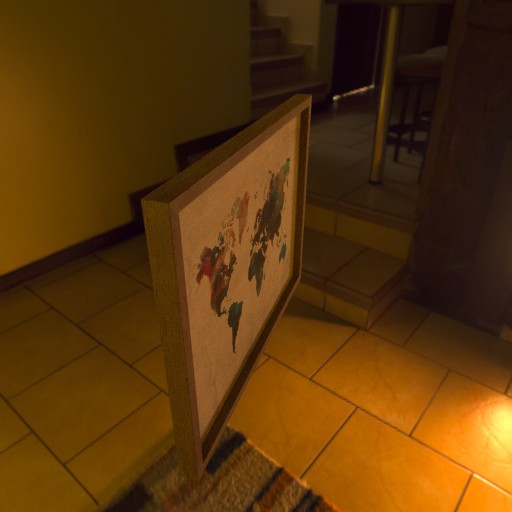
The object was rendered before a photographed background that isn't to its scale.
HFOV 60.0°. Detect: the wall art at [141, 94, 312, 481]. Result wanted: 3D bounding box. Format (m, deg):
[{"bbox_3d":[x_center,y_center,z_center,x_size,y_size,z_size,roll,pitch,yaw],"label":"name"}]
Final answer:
[{"bbox_3d":[0.000,0.000,1.773,0.070,1.009,1.320,10,32,17],"label":"wall art"}]
